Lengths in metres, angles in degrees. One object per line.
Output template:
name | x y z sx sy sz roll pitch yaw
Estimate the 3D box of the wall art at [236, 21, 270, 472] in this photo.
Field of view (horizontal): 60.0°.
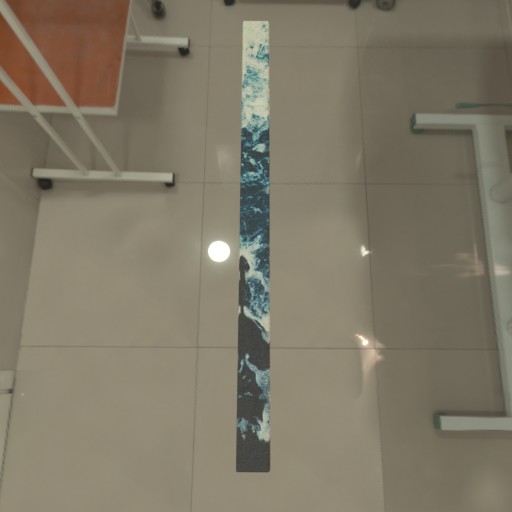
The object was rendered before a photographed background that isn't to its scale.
wall art | 0.000 0.000 0.770 0.043 0.407 0.609 0 75 0
